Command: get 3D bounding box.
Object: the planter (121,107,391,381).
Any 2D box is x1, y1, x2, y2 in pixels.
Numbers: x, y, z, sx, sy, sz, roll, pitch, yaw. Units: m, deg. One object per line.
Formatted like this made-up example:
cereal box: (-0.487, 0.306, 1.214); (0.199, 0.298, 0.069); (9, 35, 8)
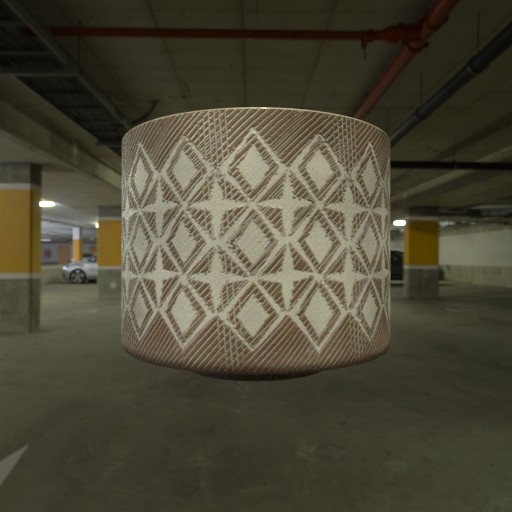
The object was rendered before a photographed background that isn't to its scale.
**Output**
planter: (0.000, 0.000, 0.218); (0.126, 0.104, 0.126); (0, 0, 0)
